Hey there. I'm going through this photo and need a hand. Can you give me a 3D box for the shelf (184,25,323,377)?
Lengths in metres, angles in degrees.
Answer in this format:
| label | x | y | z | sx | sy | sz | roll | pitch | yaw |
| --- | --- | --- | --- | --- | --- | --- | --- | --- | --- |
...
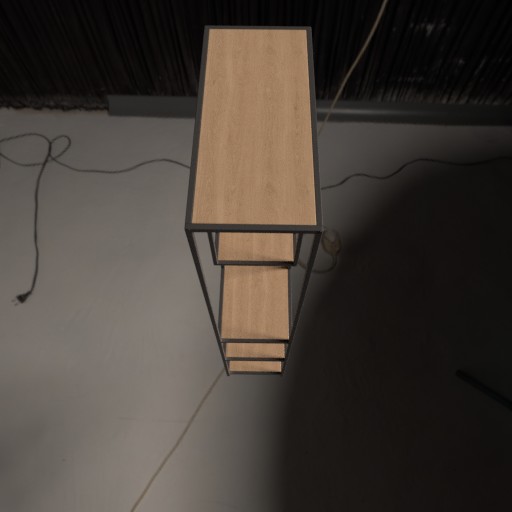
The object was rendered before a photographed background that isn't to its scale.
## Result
| label | x | y | z | sx | sy | sz | roll | pitch | yaw |
| --- | --- | --- | --- | --- | --- | --- | --- | --- | --- |
| shelf | 0.000 | 0.000 | 2.113 | 0.350 | 1.850 | 0.770 | 1 | 64 | 0 |
